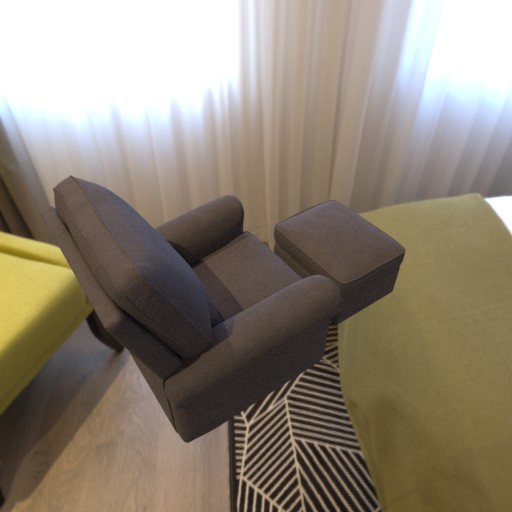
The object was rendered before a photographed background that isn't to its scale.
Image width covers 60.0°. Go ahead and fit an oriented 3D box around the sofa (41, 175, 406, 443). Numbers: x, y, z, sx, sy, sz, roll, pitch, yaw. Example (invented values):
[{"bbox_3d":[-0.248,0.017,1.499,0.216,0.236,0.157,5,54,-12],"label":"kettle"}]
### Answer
[{"bbox_3d":[0.000,0.000,1.976,1.478,0.959,0.880,-25,47,-25],"label":"sofa"}]
